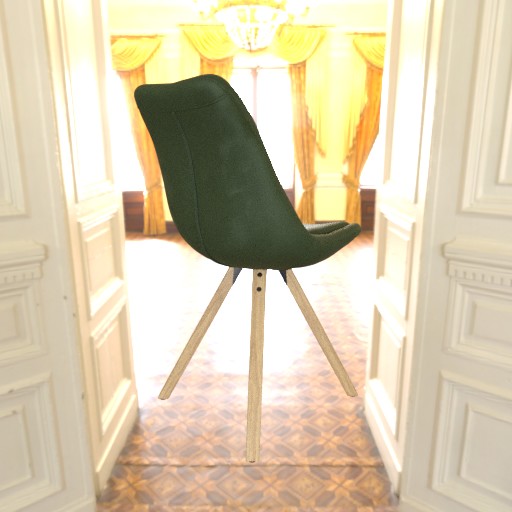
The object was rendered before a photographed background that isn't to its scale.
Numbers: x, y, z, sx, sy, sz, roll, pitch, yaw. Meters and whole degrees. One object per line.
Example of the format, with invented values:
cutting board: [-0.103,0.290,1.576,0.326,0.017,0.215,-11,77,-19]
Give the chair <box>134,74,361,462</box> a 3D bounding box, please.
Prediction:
chair: [0.000,0.000,1.222,0.483,0.865,0.547,14,20,43]
